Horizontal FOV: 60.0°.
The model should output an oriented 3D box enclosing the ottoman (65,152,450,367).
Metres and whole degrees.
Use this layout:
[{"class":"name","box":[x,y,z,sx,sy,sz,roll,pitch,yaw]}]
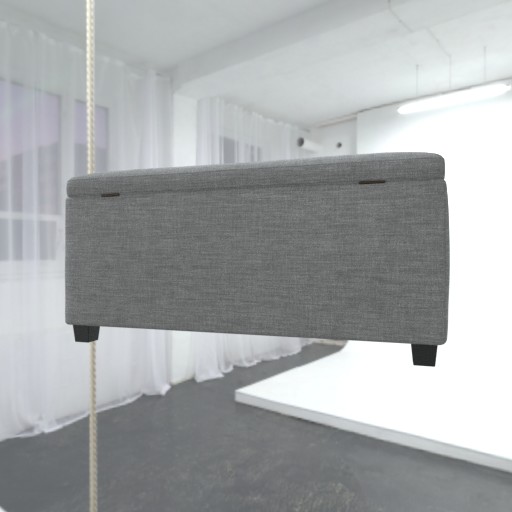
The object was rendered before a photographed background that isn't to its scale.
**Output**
[{"class":"ottoman","box":[0.000,0.000,1.156,0.902,0.432,0.419,0,0,18]}]
